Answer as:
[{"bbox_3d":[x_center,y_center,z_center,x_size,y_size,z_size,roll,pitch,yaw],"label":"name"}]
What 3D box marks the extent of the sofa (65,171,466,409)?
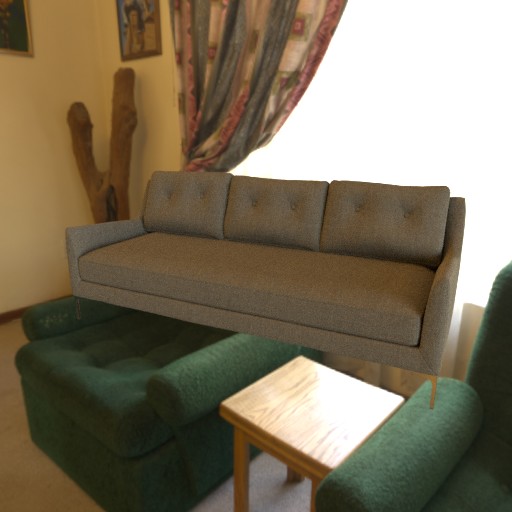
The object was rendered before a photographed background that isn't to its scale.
[{"bbox_3d":[0.000,0.000,2.472,2.060,0.837,0.849,8,18,25],"label":"sofa"}]
